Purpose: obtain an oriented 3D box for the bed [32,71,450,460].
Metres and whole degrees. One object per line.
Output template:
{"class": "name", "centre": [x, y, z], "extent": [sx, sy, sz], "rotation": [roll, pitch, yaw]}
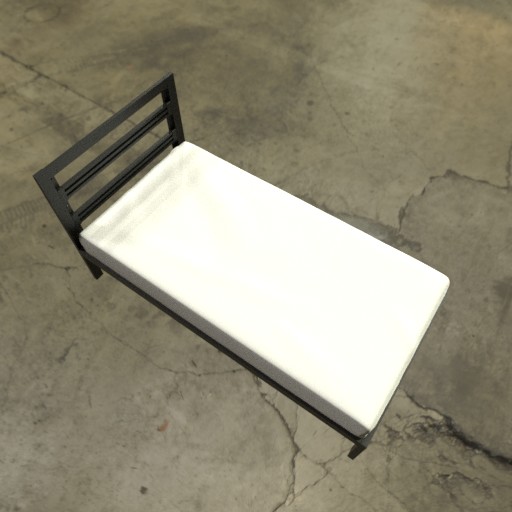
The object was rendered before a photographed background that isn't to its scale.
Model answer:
{"class": "bed", "centre": [0.000, 0.000, 2.437], "extent": [1.930, 0.967, 0.991], "rotation": [30, 62, 18]}
